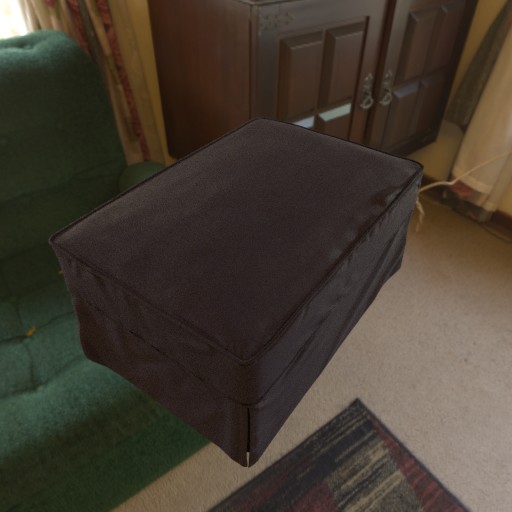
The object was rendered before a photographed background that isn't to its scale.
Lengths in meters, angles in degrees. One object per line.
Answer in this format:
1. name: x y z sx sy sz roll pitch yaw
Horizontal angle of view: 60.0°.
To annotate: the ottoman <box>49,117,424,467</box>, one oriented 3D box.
1. ottoman: 0.000 0.000 1.323 0.637 0.503 0.938 25 47 26
